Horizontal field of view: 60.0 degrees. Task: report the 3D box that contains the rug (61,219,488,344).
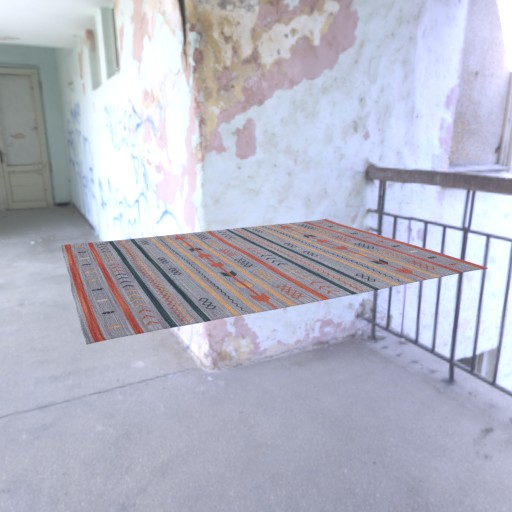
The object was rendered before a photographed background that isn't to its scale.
[{"bbox_3d":[0.000,0.000,3.863,3.029,0.022,2.263,-7,17,-25],"label":"rug"}]
